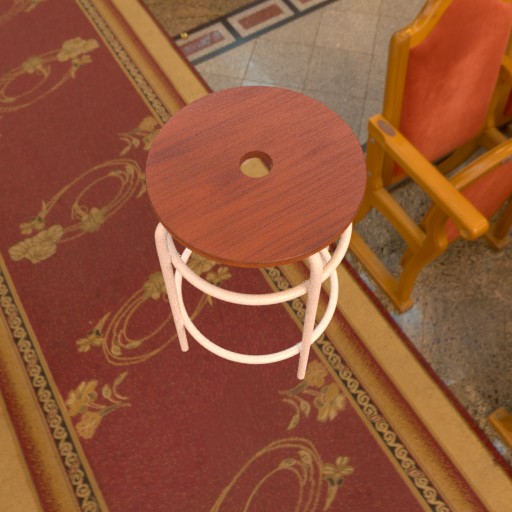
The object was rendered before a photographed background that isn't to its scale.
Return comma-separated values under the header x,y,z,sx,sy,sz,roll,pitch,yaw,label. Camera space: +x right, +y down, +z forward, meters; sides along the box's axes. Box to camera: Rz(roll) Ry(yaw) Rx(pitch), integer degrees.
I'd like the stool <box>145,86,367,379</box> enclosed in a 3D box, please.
x,y,z,sx,sy,sz,roll,pitch,yaw,label
0.000,0.000,0.941,0.455,0.610,0.455,-29,66,-14,stool
